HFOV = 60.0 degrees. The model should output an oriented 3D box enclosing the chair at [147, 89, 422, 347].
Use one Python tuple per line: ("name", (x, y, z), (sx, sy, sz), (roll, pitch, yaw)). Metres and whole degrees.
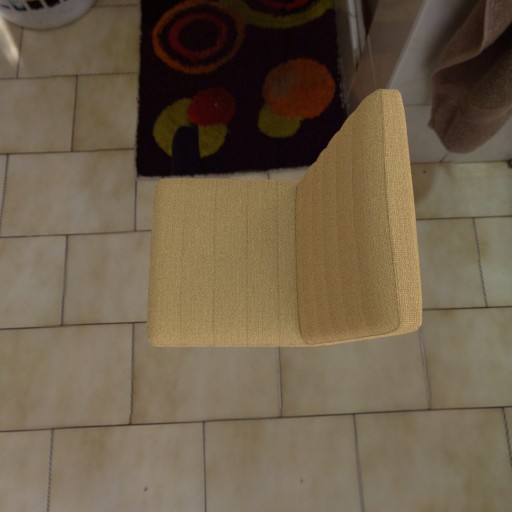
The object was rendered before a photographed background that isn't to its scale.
("chair", (0.000, 0.000, 1.309), (0.634, 0.930, 0.520), (0, 76, 0))
